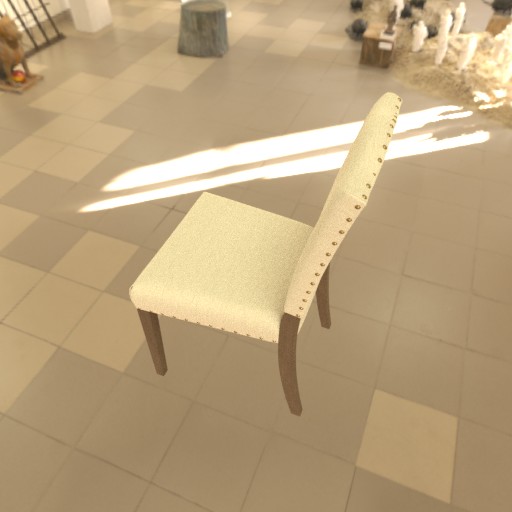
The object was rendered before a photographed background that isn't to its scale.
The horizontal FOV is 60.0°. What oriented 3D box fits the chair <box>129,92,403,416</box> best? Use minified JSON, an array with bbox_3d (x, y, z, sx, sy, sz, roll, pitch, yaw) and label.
[{"bbox_3d":[0.000,0.000,1.364,0.619,1.015,0.508,16,48,15],"label":"chair"}]
